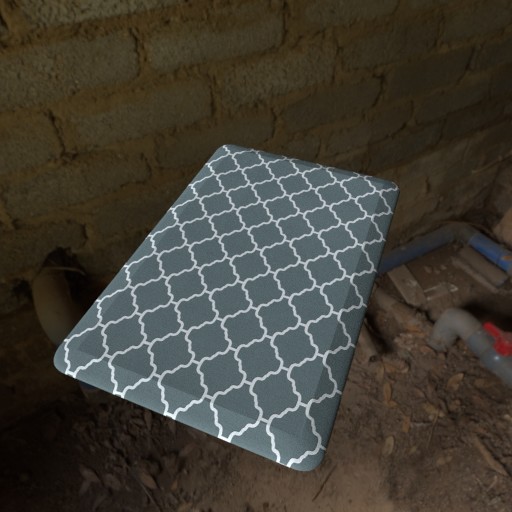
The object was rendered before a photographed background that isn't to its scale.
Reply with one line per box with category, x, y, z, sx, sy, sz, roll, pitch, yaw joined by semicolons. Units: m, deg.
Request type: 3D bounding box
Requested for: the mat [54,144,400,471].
mat;0.000;0.000;0.962;0.508;0.021;0.762;16;50;15
